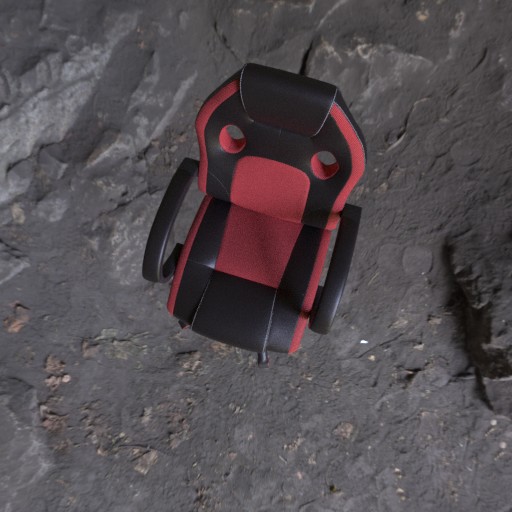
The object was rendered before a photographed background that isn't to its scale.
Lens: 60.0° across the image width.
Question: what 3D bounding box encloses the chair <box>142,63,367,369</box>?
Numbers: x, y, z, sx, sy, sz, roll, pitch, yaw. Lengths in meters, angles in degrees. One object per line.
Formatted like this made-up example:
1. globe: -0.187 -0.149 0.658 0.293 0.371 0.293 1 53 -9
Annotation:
1. chair: 0.000 0.000 1.675 0.750 1.189 0.783 17 76 4
